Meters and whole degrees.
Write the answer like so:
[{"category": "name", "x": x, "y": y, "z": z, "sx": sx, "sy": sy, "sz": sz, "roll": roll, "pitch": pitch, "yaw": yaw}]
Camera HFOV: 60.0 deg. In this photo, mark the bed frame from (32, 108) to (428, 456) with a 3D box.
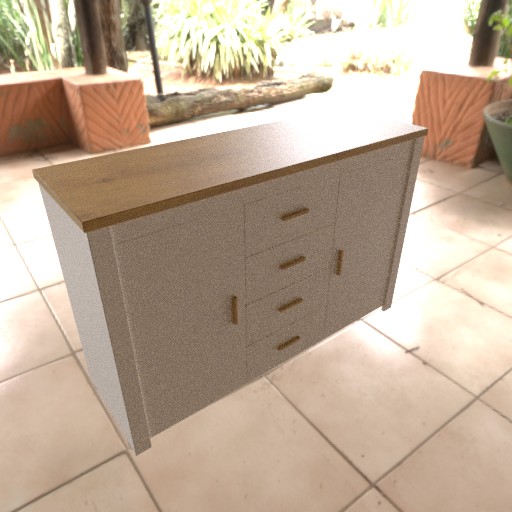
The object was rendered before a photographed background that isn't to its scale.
[{"category": "bed frame", "x": 0.000, "y": 0.000, "z": 1.689, "sx": 1.300, "sy": 0.850, "sz": 0.430, "roll": -21, "pitch": 37, "yaw": -31}]
